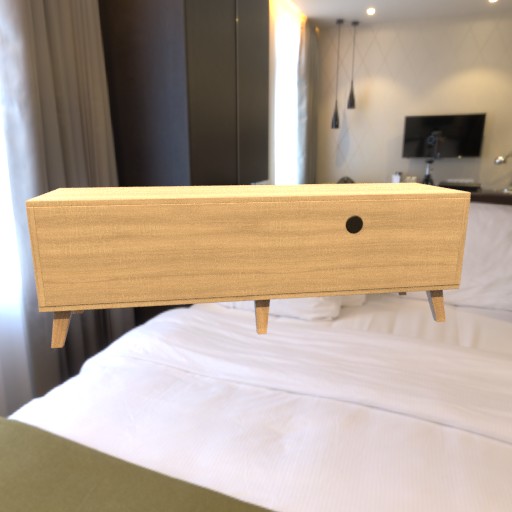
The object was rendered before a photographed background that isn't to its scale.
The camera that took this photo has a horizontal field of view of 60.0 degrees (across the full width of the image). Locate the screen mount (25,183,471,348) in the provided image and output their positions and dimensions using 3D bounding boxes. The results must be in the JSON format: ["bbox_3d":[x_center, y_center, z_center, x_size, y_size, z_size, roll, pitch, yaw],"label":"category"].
[{"bbox_3d":[0.000,0.000,1.726,1.500,0.509,0.401,-2,15,-9],"label":"screen mount"}]
